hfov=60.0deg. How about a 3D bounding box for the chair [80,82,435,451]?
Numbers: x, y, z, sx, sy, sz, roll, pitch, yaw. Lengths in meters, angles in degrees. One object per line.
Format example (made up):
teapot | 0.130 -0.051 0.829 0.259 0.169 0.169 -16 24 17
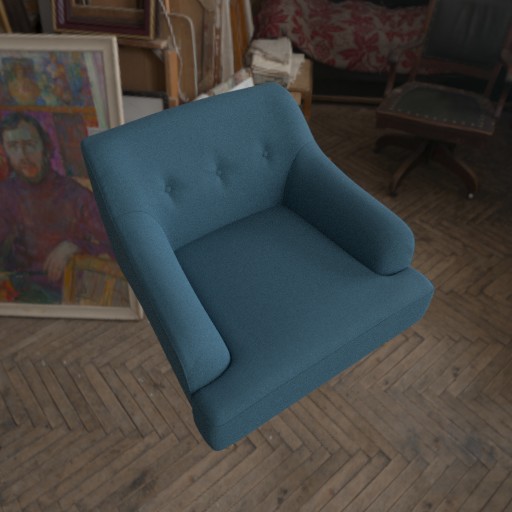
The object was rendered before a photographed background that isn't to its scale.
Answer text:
chair | 0.000 0.000 1.633 0.946 0.818 0.951 -26 51 -23
